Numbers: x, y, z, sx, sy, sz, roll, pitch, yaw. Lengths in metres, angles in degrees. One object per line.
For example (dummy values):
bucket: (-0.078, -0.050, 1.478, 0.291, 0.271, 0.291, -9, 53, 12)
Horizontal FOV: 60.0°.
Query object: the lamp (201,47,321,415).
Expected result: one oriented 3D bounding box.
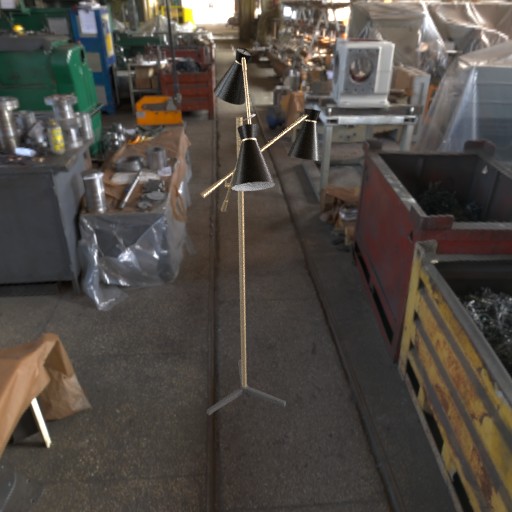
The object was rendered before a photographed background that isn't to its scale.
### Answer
lamp: (0.000, 0.000, 2.160, 0.653, 1.804, 0.750, -21, 36, -32)
